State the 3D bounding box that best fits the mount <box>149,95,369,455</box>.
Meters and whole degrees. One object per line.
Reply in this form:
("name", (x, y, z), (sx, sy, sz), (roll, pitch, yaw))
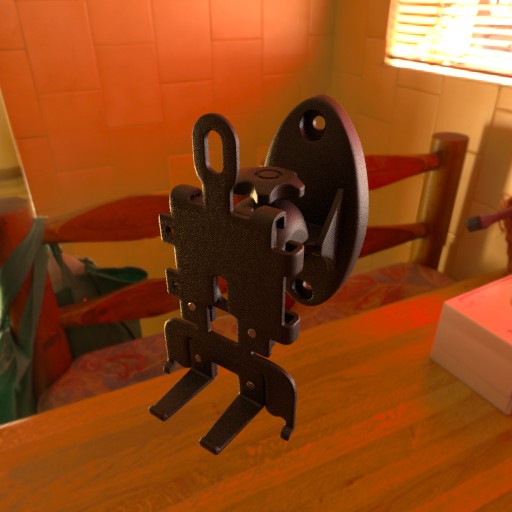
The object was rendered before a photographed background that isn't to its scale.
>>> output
("mount", (0.000, 0.000, 0.176), (0.066, 0.118, 0.100), (19, 35, 29))
